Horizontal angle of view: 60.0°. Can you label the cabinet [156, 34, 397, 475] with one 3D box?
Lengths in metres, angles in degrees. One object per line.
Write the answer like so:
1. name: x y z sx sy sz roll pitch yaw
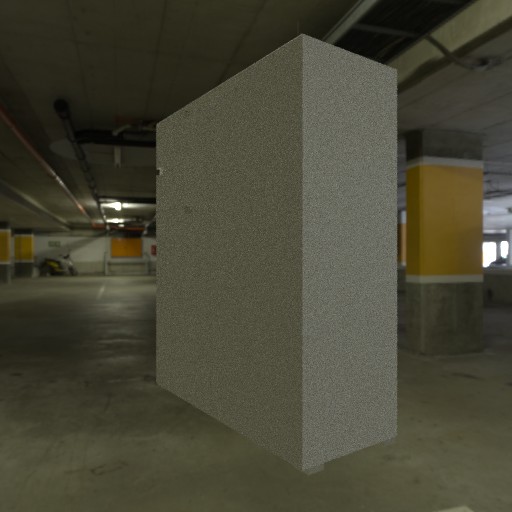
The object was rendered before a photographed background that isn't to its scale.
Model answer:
1. cabinet: 0.000 0.000 1.710 0.400 1.190 1.000 0 0 -35
